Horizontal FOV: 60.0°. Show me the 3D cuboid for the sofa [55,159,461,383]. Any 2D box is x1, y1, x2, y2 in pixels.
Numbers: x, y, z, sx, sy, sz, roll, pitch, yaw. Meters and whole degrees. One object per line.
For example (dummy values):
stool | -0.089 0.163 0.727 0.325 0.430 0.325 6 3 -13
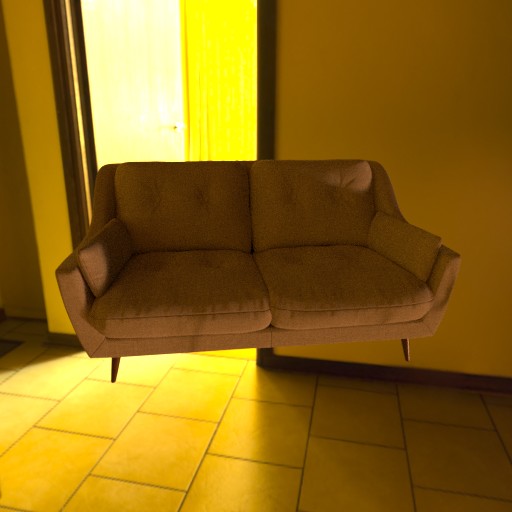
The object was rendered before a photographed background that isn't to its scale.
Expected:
sofa | 0.000 0.000 2.205 1.652 0.888 0.965 -2 17 -7
